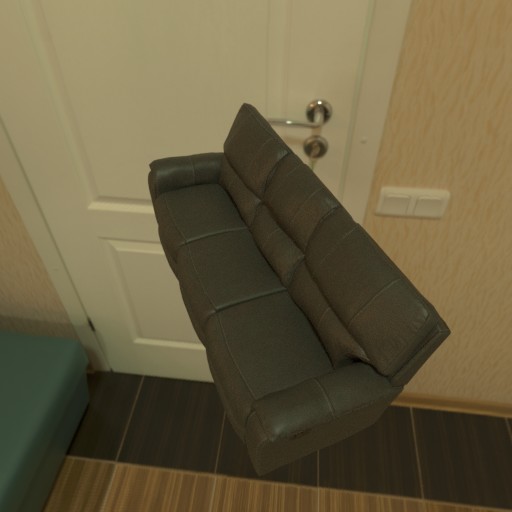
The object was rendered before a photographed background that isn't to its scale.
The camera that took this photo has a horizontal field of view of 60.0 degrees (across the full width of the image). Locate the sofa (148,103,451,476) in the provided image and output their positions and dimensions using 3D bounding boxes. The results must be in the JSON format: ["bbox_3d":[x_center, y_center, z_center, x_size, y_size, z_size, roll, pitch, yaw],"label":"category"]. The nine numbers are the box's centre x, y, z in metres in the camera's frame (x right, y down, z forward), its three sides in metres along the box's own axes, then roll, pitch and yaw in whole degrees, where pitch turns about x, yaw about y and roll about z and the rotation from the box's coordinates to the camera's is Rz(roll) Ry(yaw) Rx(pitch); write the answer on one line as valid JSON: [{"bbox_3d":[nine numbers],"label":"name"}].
[{"bbox_3d":[0.000,0.000,3.182,1.104,1.134,2.627,-16,47,-16],"label":"sofa"}]
